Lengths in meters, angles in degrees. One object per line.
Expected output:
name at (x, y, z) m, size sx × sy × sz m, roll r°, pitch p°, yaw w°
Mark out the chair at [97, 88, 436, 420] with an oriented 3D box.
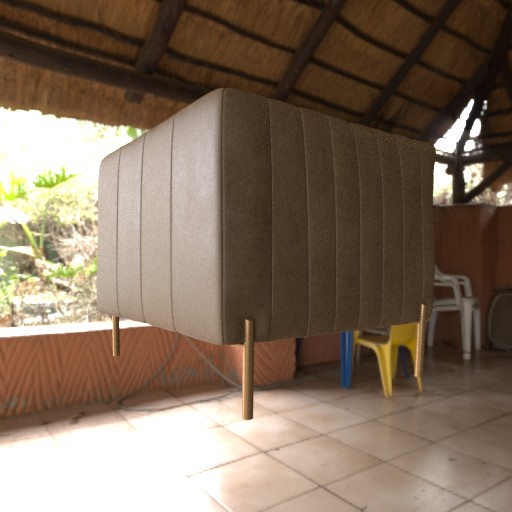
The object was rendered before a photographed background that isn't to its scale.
chair at (0.000, 0.000, 1.604) m, size 0.876 × 0.779 × 0.981 m, roll 1°, pitch -1°, yaw -37°
